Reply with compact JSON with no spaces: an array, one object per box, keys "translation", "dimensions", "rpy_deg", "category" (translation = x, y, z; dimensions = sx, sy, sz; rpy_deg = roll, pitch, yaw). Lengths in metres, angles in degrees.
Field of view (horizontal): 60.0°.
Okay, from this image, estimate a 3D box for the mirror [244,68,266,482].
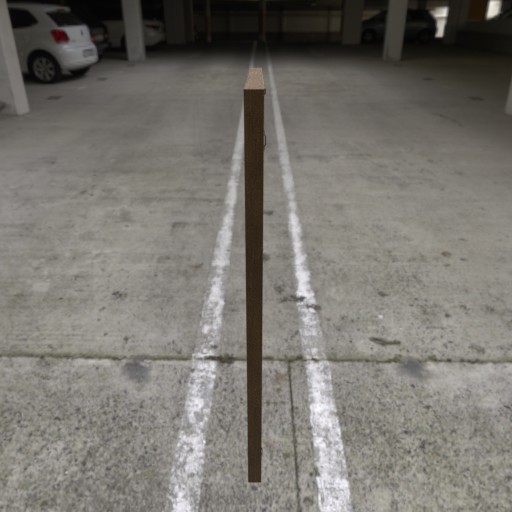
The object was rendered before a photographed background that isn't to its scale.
[{"translation":[0.000,0.000,1.342],"dimensions":[0.041,1.016,0.762],"rpy_deg":[0,26,0],"category":"mirror"}]
